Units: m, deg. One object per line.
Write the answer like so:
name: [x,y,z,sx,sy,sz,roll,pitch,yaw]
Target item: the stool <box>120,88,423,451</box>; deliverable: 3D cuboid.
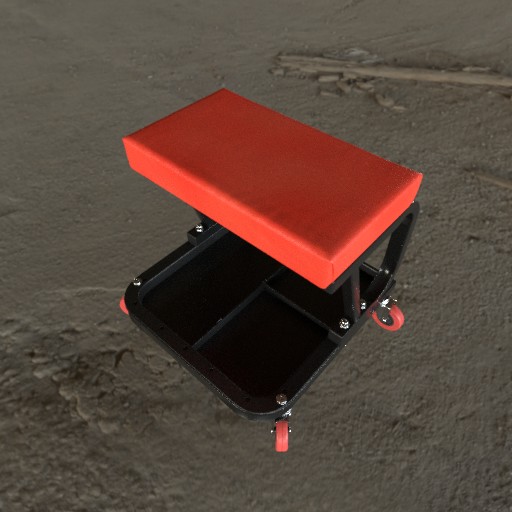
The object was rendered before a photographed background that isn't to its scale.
stool: [0.000,0.000,0.735,0.446,0.380,0.371,33,55,27]
